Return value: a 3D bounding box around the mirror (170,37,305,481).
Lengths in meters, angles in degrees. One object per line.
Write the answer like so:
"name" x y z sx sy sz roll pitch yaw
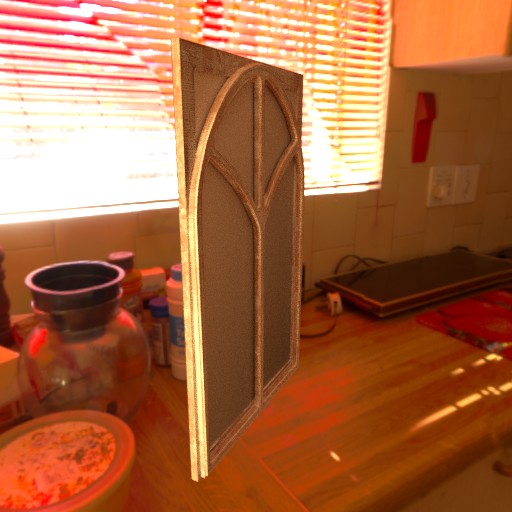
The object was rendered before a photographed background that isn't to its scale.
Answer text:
"mirror" 0.000 0.000 0.964 0.058 0.787 0.495 8 17 26
